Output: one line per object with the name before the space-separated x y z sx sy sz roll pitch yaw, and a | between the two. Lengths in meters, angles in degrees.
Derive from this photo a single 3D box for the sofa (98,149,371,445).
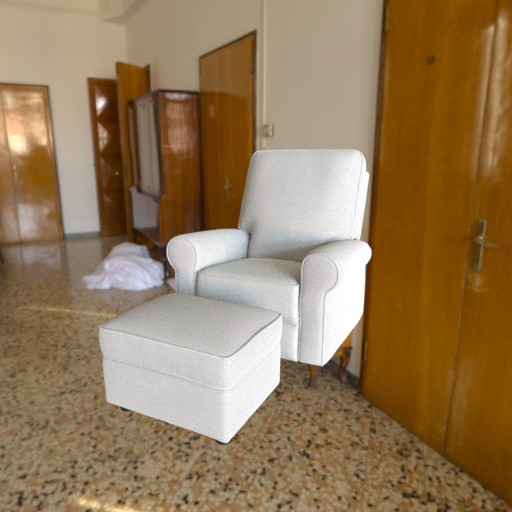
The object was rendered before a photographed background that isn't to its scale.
sofa | 0.000 0.000 2.065 0.880 0.959 1.478 7 16 26
